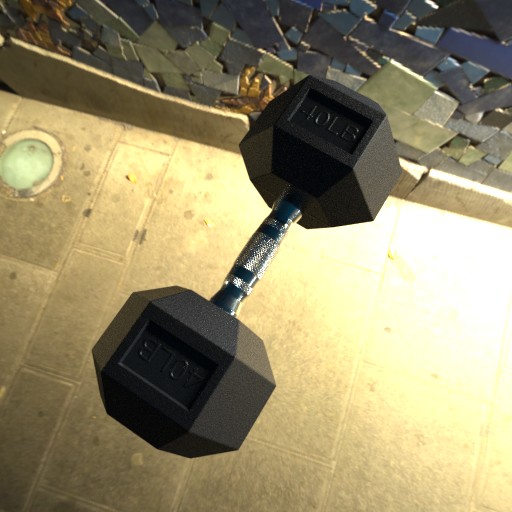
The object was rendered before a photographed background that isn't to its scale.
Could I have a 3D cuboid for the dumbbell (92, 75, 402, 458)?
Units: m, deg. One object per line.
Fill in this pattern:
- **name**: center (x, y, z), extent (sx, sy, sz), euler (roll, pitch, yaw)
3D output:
- **dumbbell**: center (0.000, 0.000, 0.424), extent (0.157, 0.137, 0.361), euler (31, 76, 8)
